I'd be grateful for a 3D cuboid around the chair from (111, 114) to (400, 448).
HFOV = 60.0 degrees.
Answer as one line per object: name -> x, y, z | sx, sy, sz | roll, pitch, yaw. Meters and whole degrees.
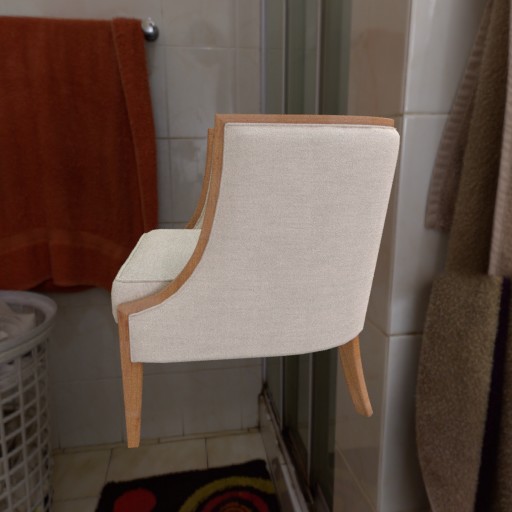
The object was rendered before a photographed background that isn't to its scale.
chair -> 0.000, 0.000, 1.351 | 0.757, 0.775, 0.711 | -2, 14, -7
